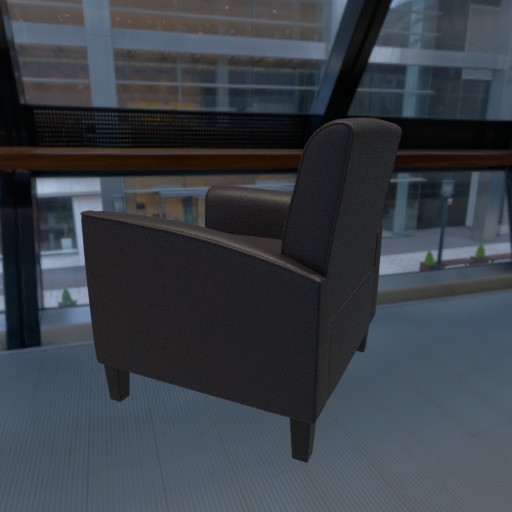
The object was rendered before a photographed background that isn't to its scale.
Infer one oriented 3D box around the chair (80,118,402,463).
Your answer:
[{"bbox_3d":[0.000,0.000,1.561,0.819,0.916,0.820,7,17,25],"label":"chair"}]
